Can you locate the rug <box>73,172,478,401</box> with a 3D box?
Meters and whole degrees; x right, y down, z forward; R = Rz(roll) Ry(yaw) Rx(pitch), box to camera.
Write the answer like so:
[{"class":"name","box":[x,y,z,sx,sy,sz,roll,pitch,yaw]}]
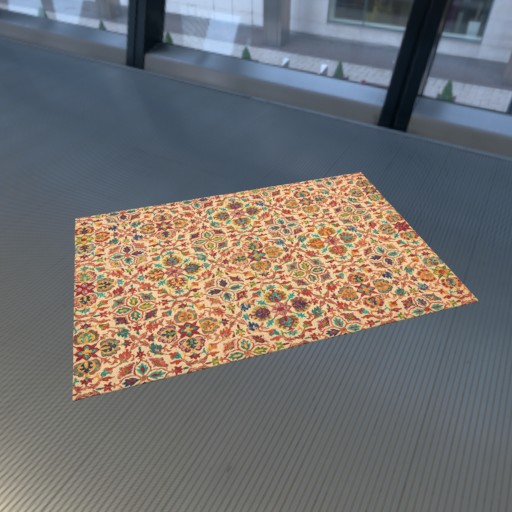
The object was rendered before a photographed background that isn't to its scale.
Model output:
[{"class":"rug","box":[0.000,0.000,2.343,1.838,0.013,1.226,-11,42,-12]}]
